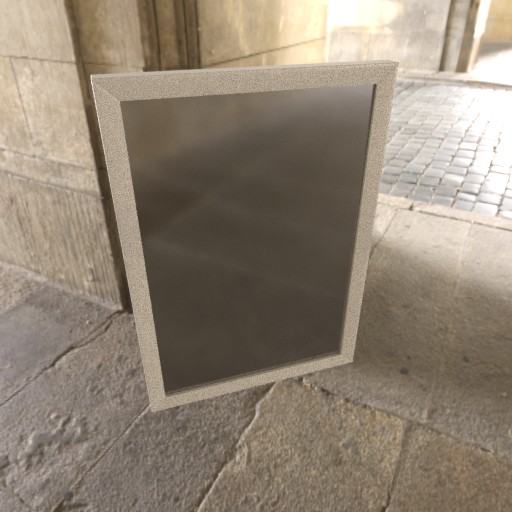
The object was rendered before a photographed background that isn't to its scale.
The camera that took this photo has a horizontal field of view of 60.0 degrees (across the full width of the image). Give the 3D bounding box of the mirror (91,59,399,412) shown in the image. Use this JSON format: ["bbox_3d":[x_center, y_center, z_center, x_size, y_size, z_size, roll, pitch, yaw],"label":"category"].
[{"bbox_3d":[0.000,0.000,0.899,0.507,0.710,0.040,-10,33,-15],"label":"mirror"}]
